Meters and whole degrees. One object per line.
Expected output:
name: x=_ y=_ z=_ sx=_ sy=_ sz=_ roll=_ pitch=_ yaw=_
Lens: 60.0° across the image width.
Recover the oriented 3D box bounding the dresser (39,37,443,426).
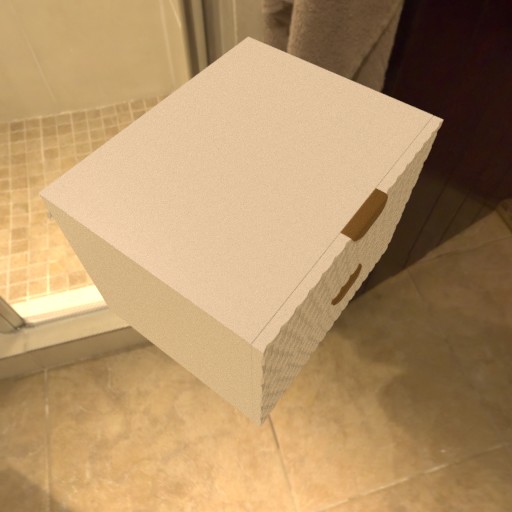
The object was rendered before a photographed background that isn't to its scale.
dresser: x=0.000 y=0.000 z=0.922 sx=0.414 sy=0.568 sz=0.503 roll=32 pitch=62 yaw=19
